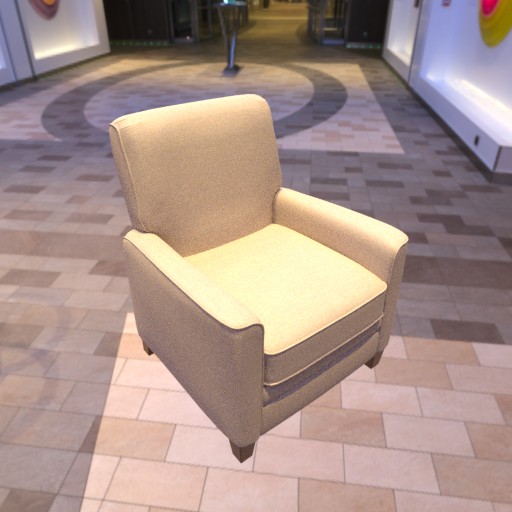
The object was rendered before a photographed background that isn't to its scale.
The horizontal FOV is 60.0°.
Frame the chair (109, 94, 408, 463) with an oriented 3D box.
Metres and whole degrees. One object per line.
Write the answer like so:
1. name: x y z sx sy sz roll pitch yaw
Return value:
1. chair: 0.000 0.000 1.699 0.841 1.023 0.858 -23 38 -33
